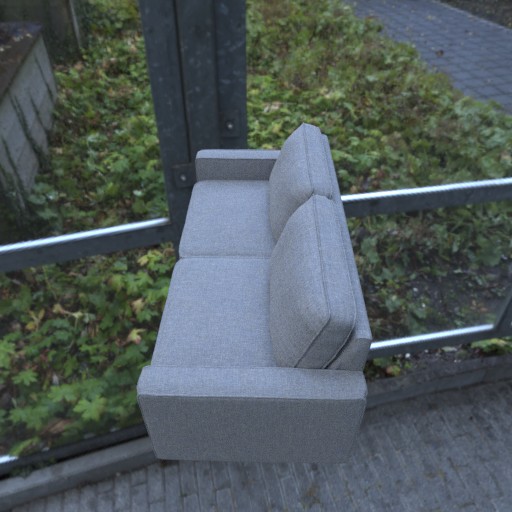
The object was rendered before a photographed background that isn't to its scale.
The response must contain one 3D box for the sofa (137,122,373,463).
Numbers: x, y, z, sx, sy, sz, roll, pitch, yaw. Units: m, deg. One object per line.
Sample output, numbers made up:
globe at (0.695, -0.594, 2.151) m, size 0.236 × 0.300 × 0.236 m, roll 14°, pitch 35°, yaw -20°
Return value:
sofa at (0.000, 0.000, 2.607) m, size 0.945 × 0.918 × 2.078 m, roll 1°, pitch 41°, yaw 1°
